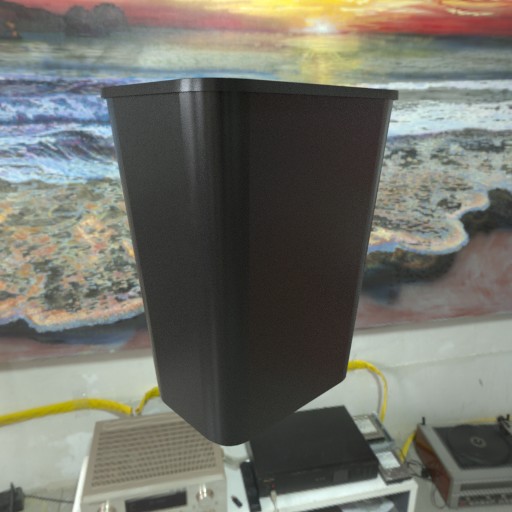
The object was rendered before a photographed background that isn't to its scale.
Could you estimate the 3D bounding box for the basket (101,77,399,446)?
[{"bbox_3d":[0.000,0.000,0.740,0.394,0.521,0.287,-15,23,-40],"label":"basket"}]
